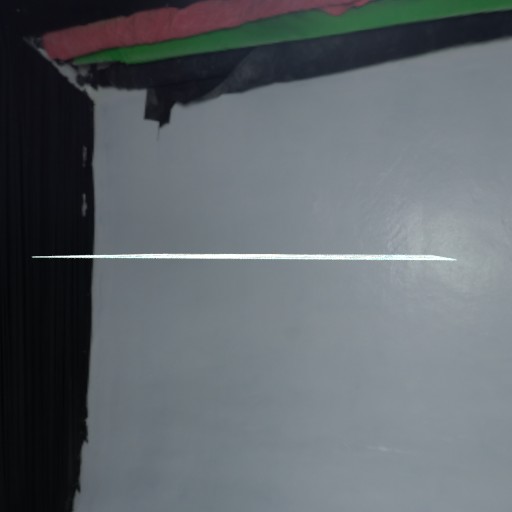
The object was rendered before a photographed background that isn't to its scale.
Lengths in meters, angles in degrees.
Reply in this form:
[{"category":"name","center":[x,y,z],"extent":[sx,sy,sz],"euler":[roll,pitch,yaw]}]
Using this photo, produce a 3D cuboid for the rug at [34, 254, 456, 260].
[{"category":"rug","center":[0.000,0.000,3.031],"extent":[2.363,0.004,1.566],"euler":[0,1,19]}]
